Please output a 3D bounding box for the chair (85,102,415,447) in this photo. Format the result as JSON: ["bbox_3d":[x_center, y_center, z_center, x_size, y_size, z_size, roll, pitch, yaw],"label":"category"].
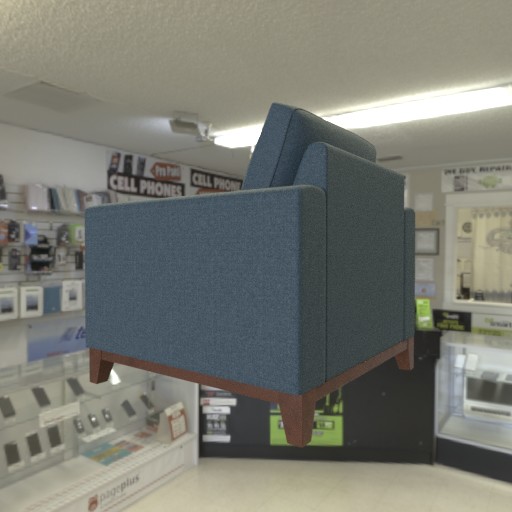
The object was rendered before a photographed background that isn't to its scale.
[{"bbox_3d":[0.000,0.000,1.890,1.038,1.010,1.024,1,1,36],"label":"chair"}]
